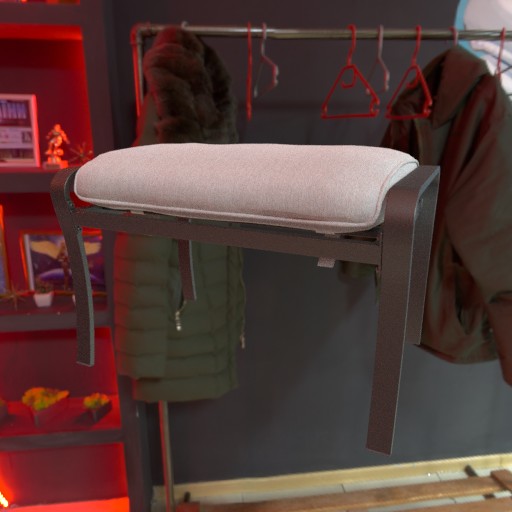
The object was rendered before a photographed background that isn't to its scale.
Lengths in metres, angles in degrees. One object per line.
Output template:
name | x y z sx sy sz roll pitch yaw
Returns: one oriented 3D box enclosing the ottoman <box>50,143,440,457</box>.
ottoman | 0.000 0.000 0.865 0.610 0.422 0.406 8 18 24
